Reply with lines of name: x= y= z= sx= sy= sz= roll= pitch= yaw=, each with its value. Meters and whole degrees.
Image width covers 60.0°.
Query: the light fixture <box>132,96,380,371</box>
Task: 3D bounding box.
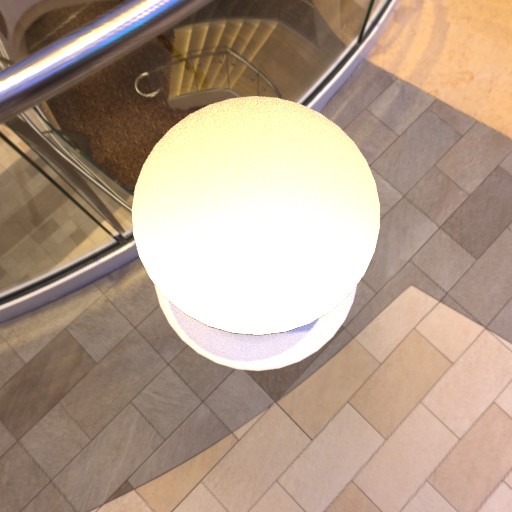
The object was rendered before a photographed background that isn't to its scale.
light fixture: x=0.000 y=0.000 z=0.393 sx=0.199 sy=0.254 sz=0.199 roll=0 pitch=76 yaw=0
